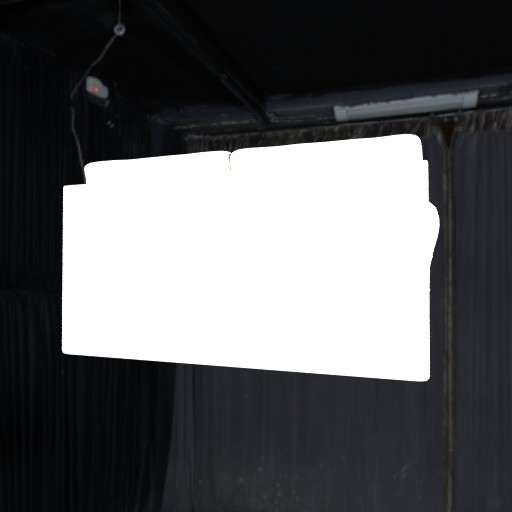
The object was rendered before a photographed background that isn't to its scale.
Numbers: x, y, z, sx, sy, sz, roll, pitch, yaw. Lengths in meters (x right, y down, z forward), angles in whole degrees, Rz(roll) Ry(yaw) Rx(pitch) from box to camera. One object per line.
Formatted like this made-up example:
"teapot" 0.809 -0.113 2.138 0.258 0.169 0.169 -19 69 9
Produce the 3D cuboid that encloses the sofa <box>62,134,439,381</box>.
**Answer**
"sofa" 0.000 0.000 2.309 1.727 0.940 0.991 0 -1 19
